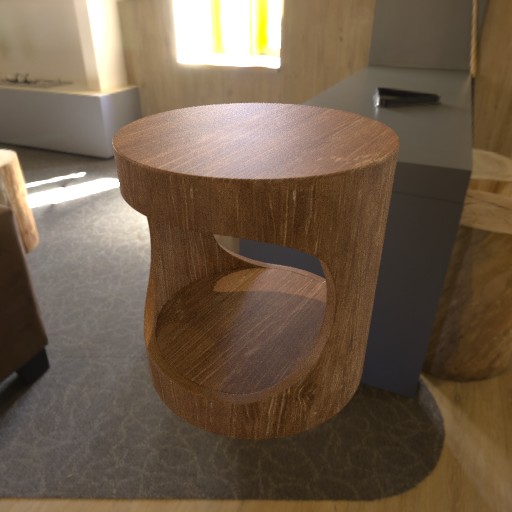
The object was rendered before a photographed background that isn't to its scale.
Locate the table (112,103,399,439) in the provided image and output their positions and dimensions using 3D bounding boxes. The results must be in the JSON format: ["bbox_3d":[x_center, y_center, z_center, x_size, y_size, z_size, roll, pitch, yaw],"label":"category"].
[{"bbox_3d":[0.000,0.000,0.982,0.527,0.551,0.527,0,30,0],"label":"table"}]
